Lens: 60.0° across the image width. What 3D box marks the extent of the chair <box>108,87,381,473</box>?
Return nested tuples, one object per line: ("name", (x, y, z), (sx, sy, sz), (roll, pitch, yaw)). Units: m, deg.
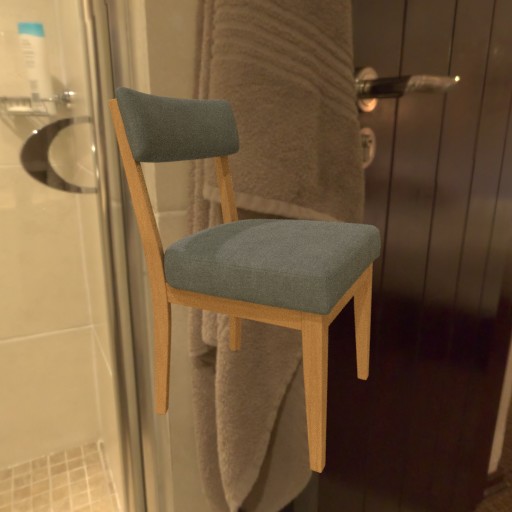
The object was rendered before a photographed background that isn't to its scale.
("chair", (0.000, 0.000, 1.187), (0.572, 0.832, 0.508), (8, 17, 26))
